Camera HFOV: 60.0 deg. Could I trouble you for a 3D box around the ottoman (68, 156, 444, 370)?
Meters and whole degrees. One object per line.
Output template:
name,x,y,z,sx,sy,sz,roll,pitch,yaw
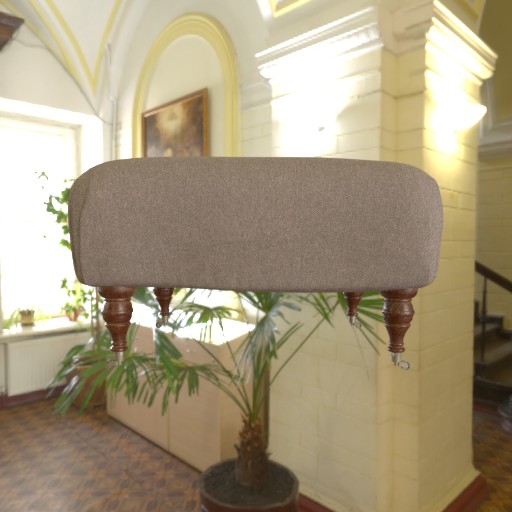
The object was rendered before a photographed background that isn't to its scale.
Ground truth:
ottoman,0.000,0.000,1.124,0.747,0.450,0.622,0,2,1
